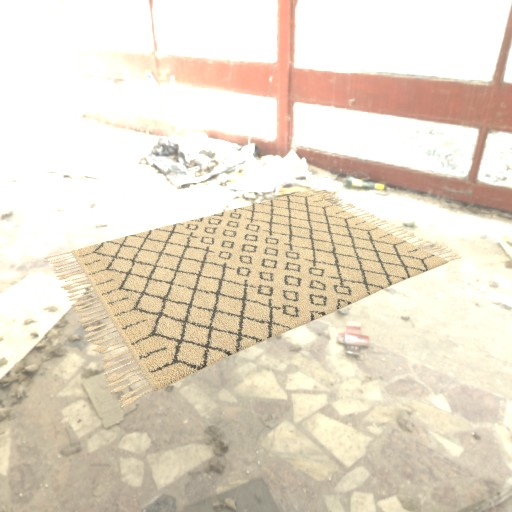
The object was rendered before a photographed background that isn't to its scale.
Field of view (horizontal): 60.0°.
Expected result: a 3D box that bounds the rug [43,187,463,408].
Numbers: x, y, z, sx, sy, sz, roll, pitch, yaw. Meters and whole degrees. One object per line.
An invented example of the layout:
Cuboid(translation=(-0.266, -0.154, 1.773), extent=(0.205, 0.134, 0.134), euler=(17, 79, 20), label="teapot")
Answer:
Cuboid(translation=(0.000, 0.000, 3.230), extent=(2.615, 0.029, 1.664), euler=(-18, 34, -28), label="rug")
